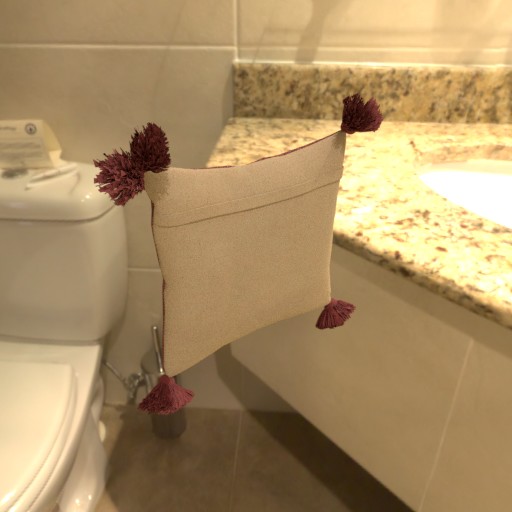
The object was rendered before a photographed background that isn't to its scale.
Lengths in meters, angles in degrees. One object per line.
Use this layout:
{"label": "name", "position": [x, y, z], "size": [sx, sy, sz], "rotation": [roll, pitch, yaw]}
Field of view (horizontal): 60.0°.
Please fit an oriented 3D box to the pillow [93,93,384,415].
{"label": "pillow", "position": [0.000, 0.000, 0.979], "size": [0.641, 0.659, 0.138], "rotation": [-19, 36, -28]}
